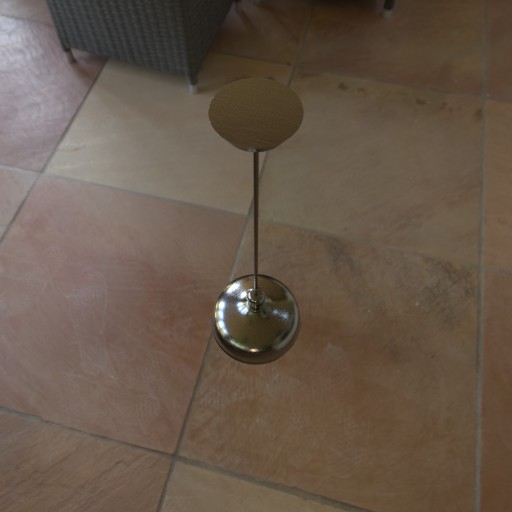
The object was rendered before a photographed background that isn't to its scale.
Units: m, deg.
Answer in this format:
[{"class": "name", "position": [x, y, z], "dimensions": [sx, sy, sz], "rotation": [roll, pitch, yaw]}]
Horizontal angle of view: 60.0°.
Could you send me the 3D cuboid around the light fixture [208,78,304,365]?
[{"class": "light fixture", "position": [0.000, 0.000, 1.076], "dimensions": [0.299, 0.935, 0.299], "rotation": [15, 64, 8]}]
